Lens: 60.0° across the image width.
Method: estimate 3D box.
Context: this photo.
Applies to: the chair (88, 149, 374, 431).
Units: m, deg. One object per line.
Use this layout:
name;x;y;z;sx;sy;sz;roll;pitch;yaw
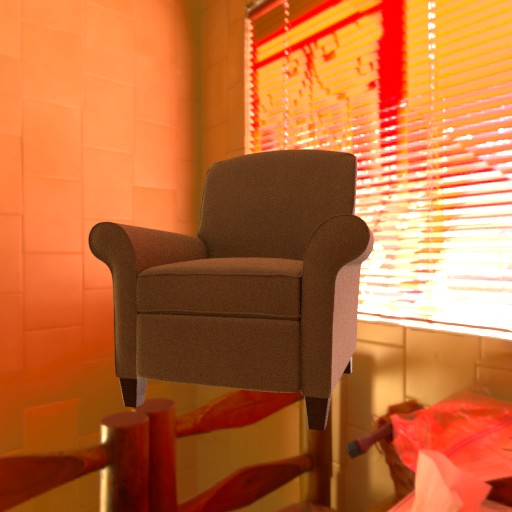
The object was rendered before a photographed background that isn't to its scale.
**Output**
chair;0.000;0.000;1.839;0.978;1.061;0.905;0;0;18
